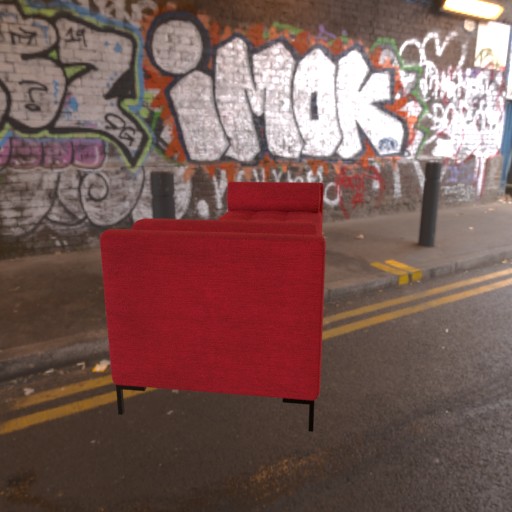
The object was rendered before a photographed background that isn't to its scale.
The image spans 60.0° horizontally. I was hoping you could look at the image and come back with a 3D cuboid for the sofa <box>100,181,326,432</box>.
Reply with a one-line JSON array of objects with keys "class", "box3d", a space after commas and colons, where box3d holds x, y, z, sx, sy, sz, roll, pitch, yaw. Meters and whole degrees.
[{"class": "sofa", "box3d": [0.000, 0.000, 2.314, 0.686, 0.635, 1.981, 2, 14, 8]}]
